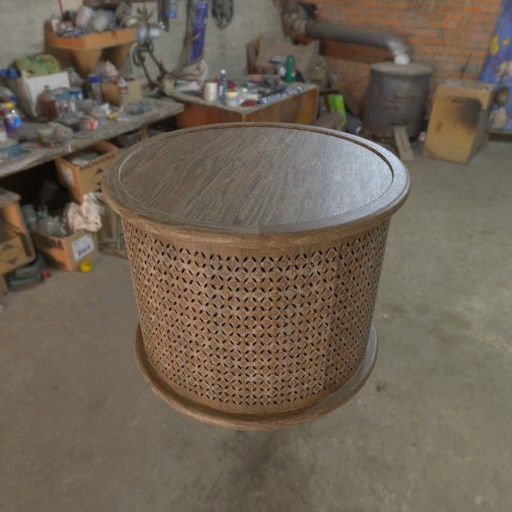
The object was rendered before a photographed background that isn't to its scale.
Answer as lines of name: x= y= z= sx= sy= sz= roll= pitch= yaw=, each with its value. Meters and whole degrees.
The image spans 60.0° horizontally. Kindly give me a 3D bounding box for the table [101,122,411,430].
table: x=0.000 y=0.000 z=1.018 sx=0.607 sy=0.450 sz=0.607 roll=0 pitch=32 yaw=0
